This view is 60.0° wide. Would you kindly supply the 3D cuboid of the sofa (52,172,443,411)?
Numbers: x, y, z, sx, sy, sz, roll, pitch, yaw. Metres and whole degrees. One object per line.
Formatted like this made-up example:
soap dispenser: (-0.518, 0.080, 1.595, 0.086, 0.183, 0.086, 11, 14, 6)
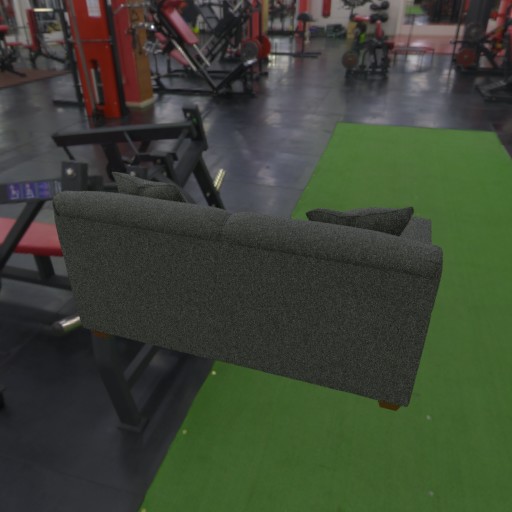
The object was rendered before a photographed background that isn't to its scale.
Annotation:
sofa: (0.000, 0.000, 2.529, 1.846, 0.958, 0.998, 10, 32, 16)
